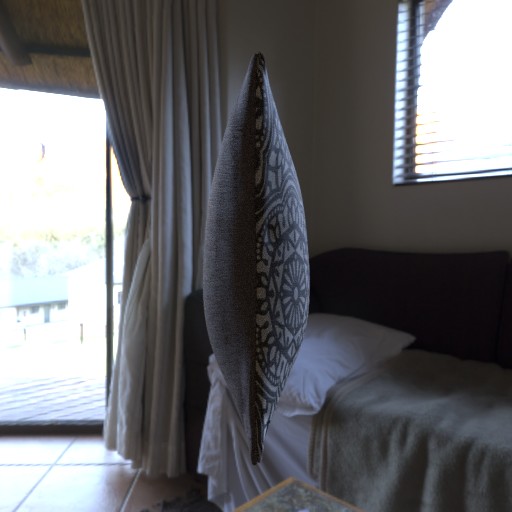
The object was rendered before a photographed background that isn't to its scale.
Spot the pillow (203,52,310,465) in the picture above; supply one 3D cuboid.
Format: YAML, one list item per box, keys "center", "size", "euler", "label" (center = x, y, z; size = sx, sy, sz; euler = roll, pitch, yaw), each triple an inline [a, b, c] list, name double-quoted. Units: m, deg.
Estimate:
- center: [0.000, 0.000, 0.654]
  size: [0.148, 0.417, 0.436]
  euler: [0, 1, 0]
  label: "pillow"
